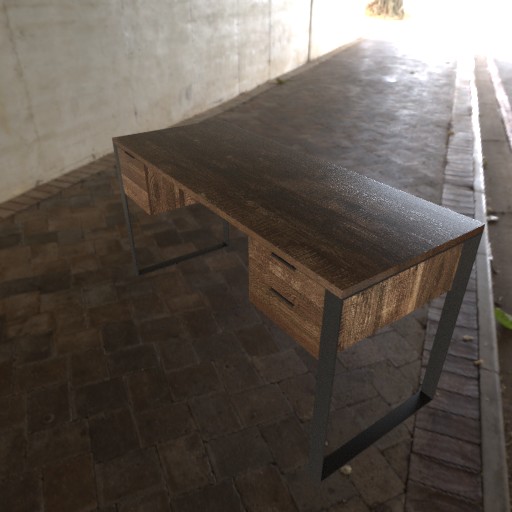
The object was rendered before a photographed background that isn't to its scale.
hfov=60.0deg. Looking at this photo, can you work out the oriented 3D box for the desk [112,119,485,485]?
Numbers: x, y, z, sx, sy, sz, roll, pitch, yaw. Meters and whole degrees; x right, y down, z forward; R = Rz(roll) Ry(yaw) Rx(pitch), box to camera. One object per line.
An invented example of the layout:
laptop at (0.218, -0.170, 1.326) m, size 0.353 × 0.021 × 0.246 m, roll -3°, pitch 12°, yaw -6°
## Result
desk at (0.000, 0.000, 1.904) m, size 0.599 × 0.762 × 1.524 m, roll -20°, pitch 36°, yaw -30°
